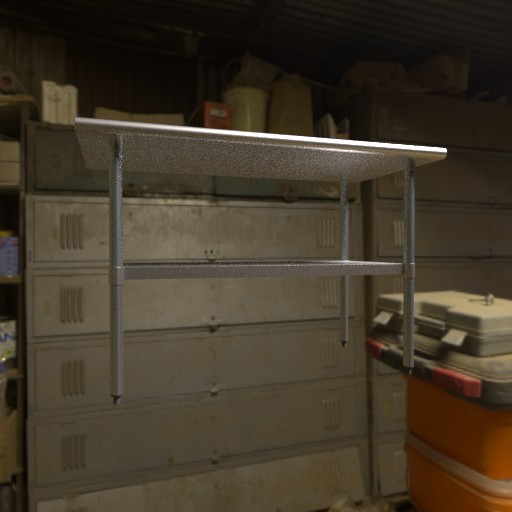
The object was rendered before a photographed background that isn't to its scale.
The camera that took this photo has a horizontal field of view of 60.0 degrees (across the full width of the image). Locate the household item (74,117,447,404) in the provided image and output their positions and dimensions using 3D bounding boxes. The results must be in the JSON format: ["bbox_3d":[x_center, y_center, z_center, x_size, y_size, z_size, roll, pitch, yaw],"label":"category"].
[{"bbox_3d":[0.000,0.000,1.671,1.219,0.851,0.610,0,1,-18],"label":"household item"}]
